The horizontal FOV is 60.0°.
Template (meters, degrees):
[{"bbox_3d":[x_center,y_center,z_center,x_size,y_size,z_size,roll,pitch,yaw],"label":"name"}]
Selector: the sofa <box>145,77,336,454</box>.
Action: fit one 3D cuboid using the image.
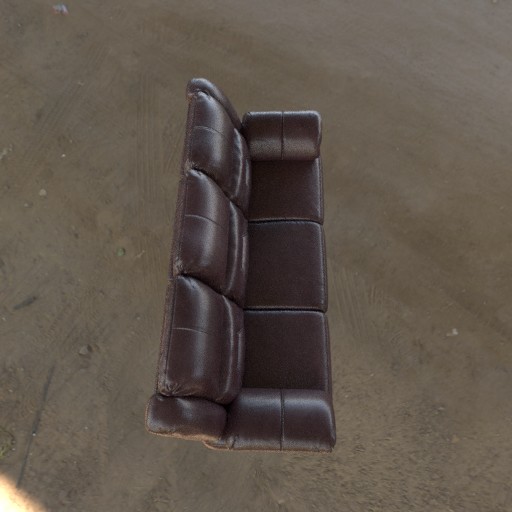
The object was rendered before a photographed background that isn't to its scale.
[{"bbox_3d":[0.000,0.000,2.889,0.991,1.043,2.337,1,65,1],"label":"sofa"}]
